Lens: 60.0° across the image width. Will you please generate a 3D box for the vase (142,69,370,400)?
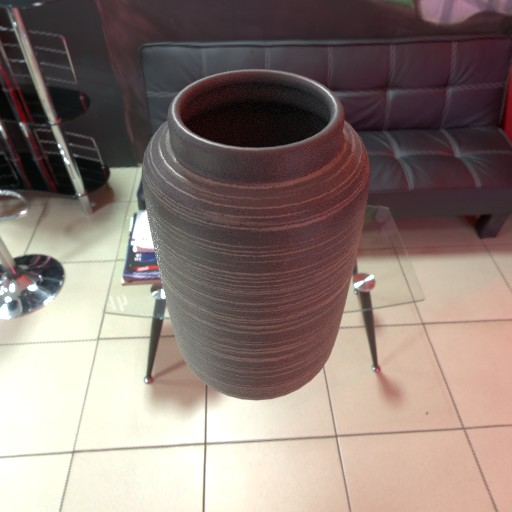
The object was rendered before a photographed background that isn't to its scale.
[{"bbox_3d":[0.000,0.000,0.688,0.297,0.499,0.297,0,46,0],"label":"vase"}]
